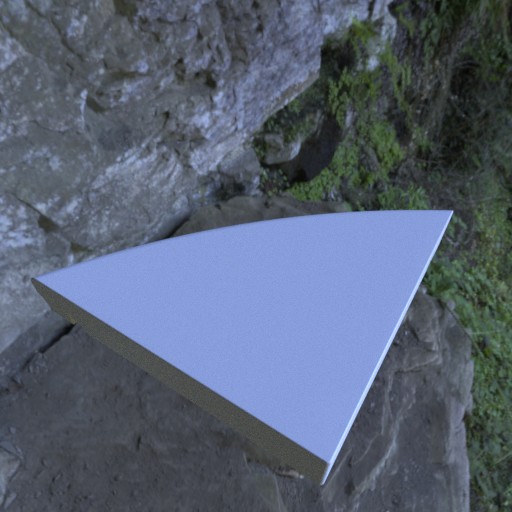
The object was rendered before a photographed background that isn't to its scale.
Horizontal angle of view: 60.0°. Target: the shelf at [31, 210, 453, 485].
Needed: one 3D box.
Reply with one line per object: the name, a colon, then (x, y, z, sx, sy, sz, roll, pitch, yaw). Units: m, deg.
shelf: (0.000, 0.000, 0.459, 0.310, 0.050, 0.310, 25, 52, 21)
